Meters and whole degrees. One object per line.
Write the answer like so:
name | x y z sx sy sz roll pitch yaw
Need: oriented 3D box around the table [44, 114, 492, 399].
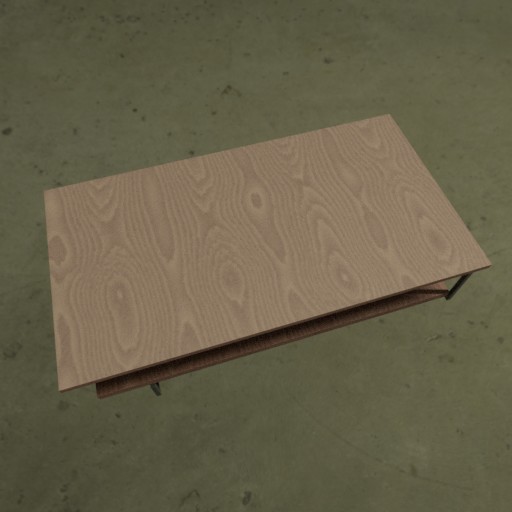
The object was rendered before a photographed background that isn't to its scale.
table | 0.000 0.000 1.470 1.197 0.347 0.651 -15 60 -9
